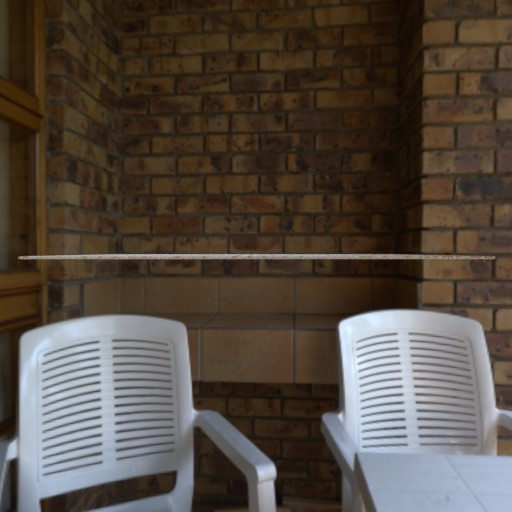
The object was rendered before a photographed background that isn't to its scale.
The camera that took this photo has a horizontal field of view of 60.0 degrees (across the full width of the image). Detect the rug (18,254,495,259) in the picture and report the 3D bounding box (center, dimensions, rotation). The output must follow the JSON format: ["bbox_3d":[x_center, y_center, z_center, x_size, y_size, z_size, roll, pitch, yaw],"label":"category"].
[{"bbox_3d":[0.000,0.000,2.302,1.829,0.011,1.219,0,1,-1],"label":"rug"}]
